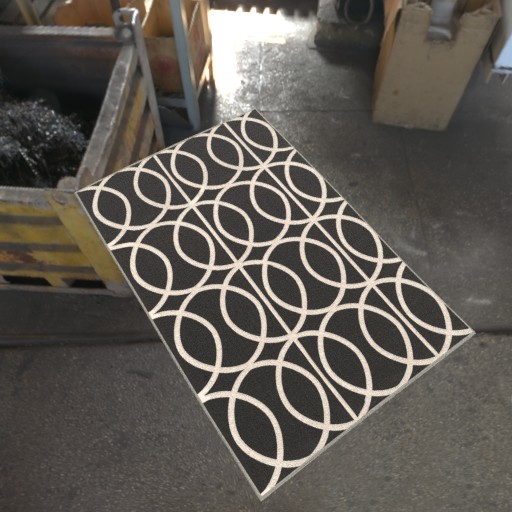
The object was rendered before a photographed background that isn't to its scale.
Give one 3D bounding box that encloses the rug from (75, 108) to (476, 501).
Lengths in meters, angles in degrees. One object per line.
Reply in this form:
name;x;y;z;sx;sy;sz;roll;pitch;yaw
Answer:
rug;0.000;0.000;2.831;1.528;0.014;2.294;-30;64;-17
